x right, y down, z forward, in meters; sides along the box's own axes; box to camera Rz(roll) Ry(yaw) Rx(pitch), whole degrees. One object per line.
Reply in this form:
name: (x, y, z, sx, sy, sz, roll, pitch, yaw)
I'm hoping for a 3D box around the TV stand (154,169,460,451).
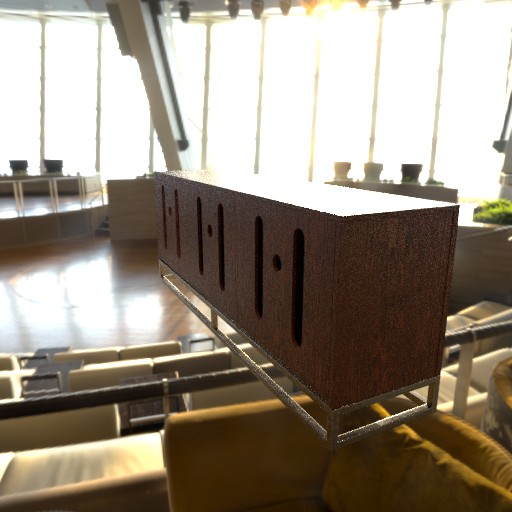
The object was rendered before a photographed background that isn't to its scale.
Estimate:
TV stand: (0.000, 0.000, 1.748, 0.382, 0.578, 1.541, -7, 16, -26)
